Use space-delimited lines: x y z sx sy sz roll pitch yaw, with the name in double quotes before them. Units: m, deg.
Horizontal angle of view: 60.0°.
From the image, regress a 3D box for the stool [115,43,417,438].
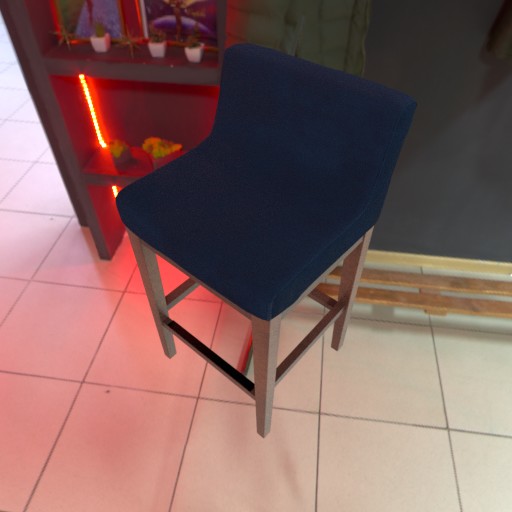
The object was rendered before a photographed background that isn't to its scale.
"stool" 0.000 0.000 1.257 0.511 0.945 0.516 31 53 27
